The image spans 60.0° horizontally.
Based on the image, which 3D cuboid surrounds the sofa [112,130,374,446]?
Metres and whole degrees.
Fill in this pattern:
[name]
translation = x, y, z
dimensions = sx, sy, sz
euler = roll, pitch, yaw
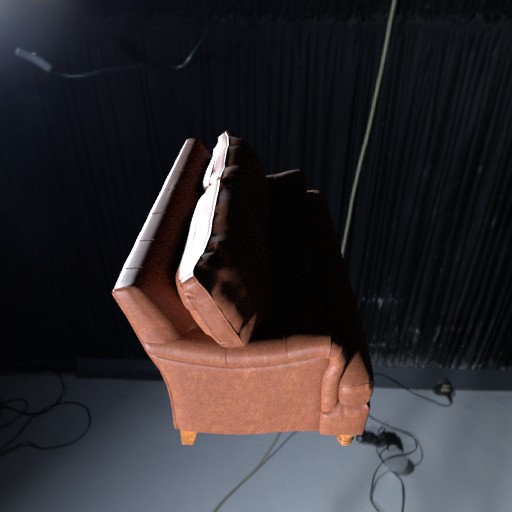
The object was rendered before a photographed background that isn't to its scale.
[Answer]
[sofa]
translation = 0.000, 0.000, 2.867
dimensions = 1.147, 1.071, 2.144
euler = 0, 32, 1
